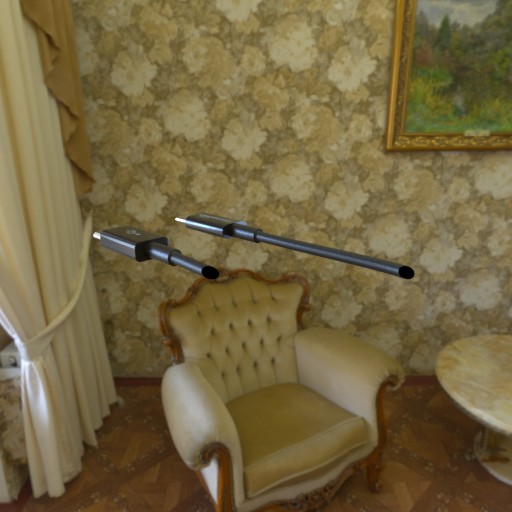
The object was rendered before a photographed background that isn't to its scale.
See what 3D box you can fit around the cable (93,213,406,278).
[{"bbox_3d":[0.000,0.000,0.112,0.098,0.006,0.040,16,24,42],"label":"cable"}]
